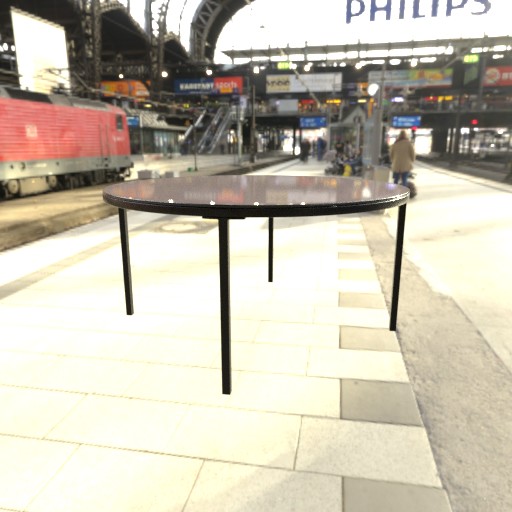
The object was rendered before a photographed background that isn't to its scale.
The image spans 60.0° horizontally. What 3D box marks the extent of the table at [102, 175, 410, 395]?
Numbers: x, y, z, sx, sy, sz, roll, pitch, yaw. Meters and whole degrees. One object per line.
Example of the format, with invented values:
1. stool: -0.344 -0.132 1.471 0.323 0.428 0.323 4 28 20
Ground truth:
1. table: 0.000 0.000 1.263 0.800 0.400 0.800 0 14 0
